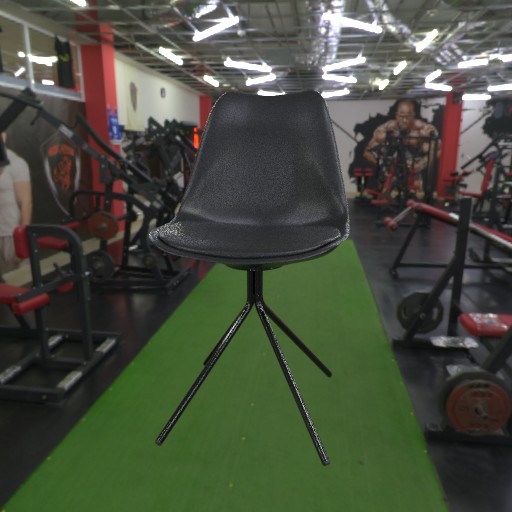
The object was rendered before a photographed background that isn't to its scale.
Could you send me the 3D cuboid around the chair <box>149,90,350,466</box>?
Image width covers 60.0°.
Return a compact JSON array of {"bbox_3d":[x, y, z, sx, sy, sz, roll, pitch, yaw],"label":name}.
[{"bbox_3d":[0.000,0.000,1.133,0.461,0.850,0.525,3,14,10],"label":"chair"}]
